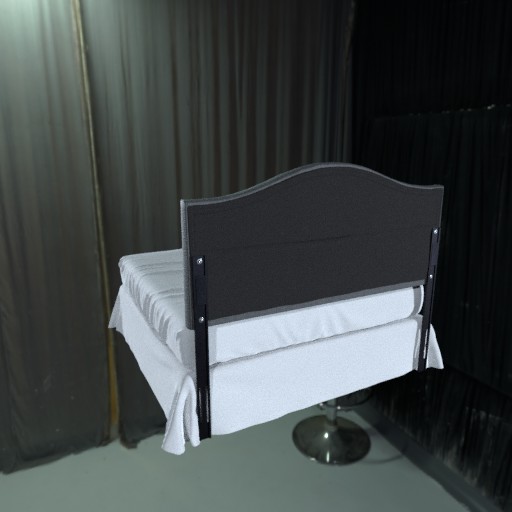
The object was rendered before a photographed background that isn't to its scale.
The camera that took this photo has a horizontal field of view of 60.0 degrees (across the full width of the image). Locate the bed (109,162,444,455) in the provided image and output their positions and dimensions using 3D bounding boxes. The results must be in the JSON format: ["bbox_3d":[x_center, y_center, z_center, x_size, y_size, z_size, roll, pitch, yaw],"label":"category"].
[{"bbox_3d":[0.000,0.000,3.815,2.314,1.651,2.219,-7,16,-26],"label":"bed"}]
